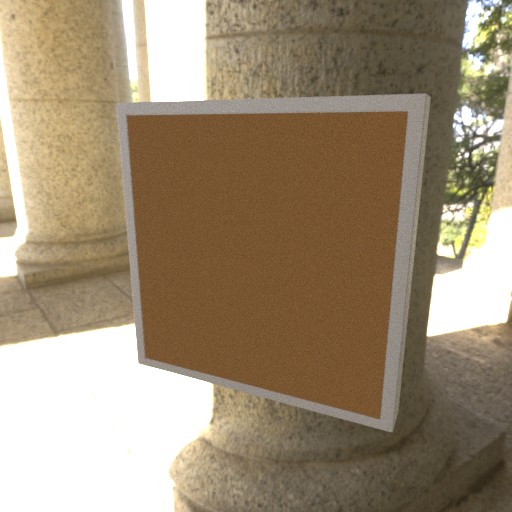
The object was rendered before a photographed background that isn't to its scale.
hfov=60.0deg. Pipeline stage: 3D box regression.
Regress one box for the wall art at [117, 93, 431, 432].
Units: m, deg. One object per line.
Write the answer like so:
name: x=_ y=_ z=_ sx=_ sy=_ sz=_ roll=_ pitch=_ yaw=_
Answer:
wall art: x=0.000 y=0.000 z=0.459 sx=0.305 sy=0.305 sz=0.037 roll=7 pitch=18 yaw=24
